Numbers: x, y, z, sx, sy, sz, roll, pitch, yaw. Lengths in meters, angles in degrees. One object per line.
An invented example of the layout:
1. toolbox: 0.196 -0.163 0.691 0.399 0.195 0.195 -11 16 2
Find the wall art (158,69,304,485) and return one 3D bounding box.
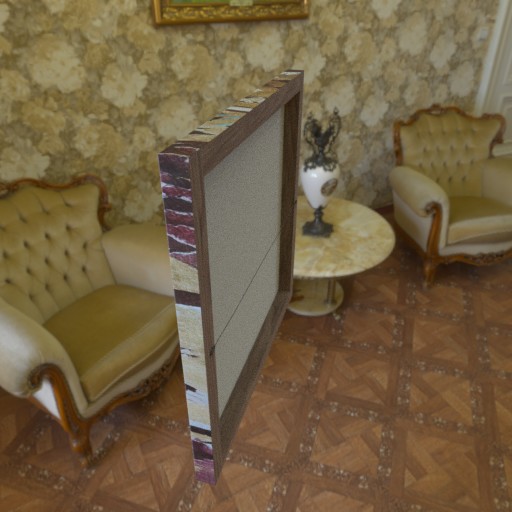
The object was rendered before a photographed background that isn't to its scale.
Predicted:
1. wall art: 0.000 0.000 0.895 0.041 0.613 0.609 9 33 15
